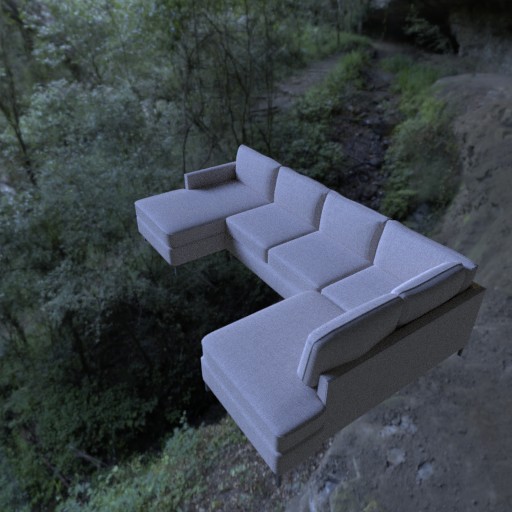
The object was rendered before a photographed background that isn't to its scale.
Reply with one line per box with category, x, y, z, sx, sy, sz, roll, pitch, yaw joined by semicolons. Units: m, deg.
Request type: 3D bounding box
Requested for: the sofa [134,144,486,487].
sofa;0.000;0.000;4.204;2.021;0.996;3.423;-21;38;-28
